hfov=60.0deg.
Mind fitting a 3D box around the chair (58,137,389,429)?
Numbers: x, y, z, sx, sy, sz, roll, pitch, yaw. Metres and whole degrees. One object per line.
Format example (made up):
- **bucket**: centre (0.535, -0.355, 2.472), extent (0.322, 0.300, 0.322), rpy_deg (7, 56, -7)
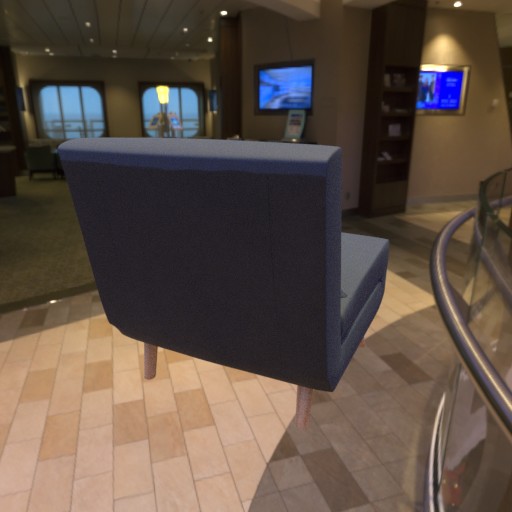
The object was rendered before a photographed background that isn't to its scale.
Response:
- **chair**: centre (0.000, 0.000, 1.510), extent (0.770, 0.808, 0.900), rpy_deg (9, 20, 25)
